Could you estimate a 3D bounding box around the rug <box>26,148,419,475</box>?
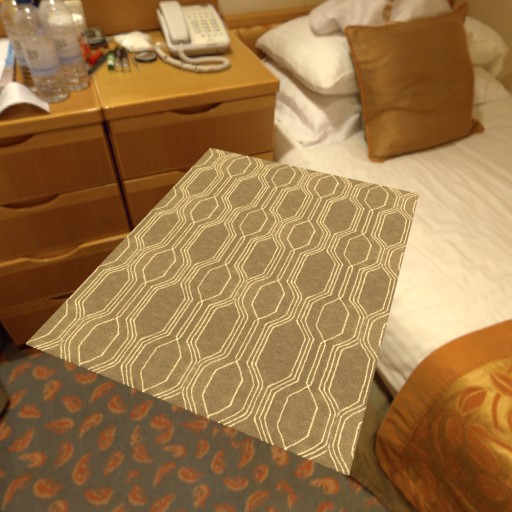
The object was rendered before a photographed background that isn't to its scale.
[{"bbox_3d":[0.000,0.000,3.989,2.457,0.012,3.062,16,46,16],"label":"rug"}]
